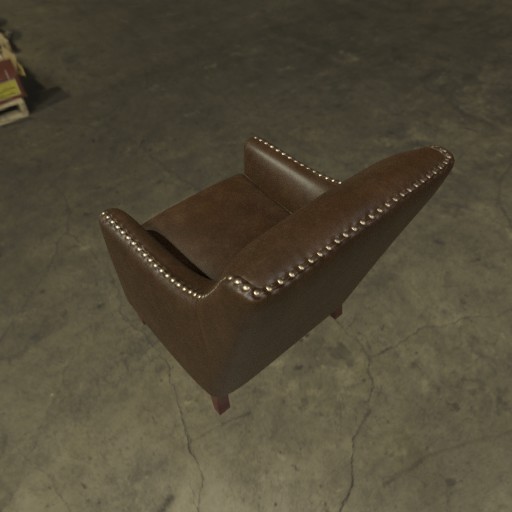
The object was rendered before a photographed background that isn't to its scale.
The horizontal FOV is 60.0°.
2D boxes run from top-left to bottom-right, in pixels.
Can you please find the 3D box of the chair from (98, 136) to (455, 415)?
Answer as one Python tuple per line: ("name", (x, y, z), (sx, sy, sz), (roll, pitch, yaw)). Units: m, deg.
("chair", (0.000, 0.000, 1.316), (0.639, 0.813, 0.704), (-33, 56, -27))
